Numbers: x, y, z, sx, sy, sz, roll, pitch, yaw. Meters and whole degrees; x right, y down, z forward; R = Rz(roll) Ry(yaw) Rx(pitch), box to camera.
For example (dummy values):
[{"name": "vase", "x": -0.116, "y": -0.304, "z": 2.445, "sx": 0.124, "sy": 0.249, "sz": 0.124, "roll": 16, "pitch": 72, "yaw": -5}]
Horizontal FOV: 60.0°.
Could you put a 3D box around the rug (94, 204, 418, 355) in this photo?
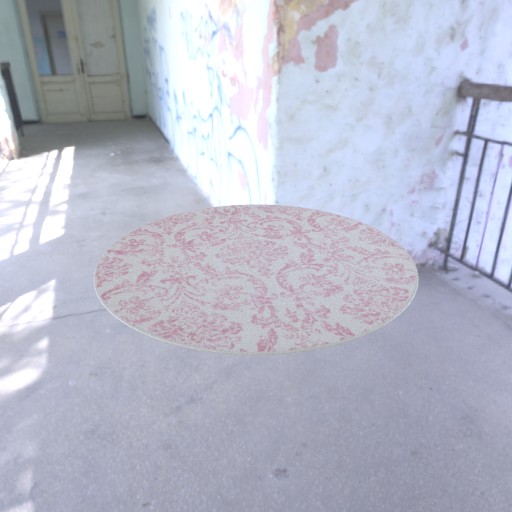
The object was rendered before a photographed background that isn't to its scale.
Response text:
[{"name": "rug", "x": 0.000, "y": 0.000, "z": 2.288, "sx": 1.593, "sy": 0.012, "sz": 1.593, "roll": 0, "pitch": 26, "yaw": 0}]
